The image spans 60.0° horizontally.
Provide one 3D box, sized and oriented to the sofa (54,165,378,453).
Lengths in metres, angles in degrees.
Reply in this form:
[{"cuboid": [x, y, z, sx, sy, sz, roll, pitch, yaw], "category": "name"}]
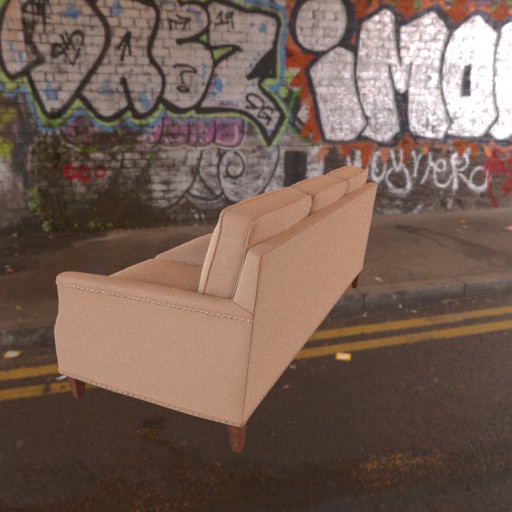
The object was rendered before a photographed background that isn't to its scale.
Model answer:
[{"cuboid": [0.000, 0.000, 2.777, 1.084, 1.003, 2.246, 8, 18, 24], "category": "sofa"}]
